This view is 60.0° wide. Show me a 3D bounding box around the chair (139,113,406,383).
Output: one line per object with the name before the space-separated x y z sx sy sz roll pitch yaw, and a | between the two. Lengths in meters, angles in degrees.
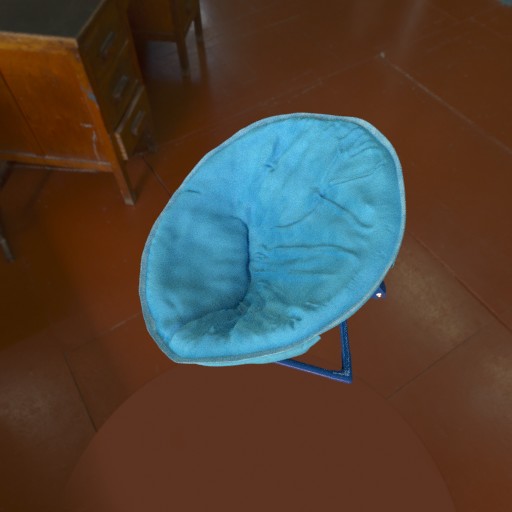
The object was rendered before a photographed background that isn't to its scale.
chair | 0.000 0.000 0.886 0.465 0.478 0.520 1 57 1
